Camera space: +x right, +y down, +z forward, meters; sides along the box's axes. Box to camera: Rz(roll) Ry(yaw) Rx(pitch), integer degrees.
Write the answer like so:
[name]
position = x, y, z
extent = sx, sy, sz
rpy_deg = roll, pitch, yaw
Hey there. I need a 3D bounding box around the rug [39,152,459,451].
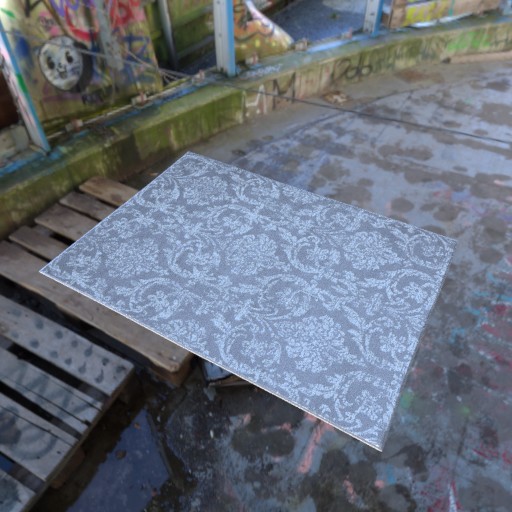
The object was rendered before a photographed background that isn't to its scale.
[rug]
position = 0.000, 0.000, 2.851
extent = 2.206, 0.014, 1.578
rpy_deg = 22, 49, 20
